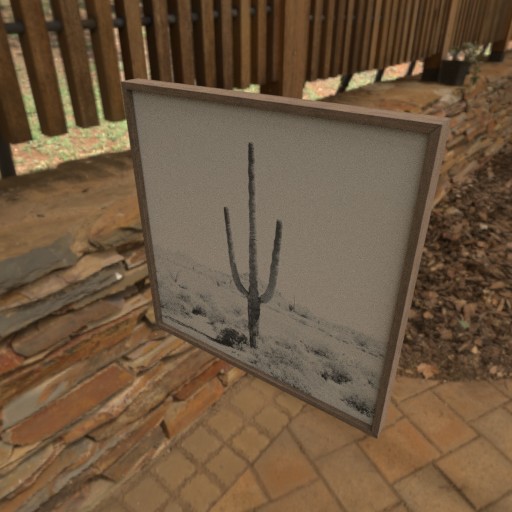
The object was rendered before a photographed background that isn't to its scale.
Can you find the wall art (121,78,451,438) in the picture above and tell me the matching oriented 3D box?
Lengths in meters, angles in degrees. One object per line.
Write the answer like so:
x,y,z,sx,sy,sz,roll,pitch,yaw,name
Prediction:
0.000,0.000,0.737,0.508,0.508,0.038,19,35,29,wall art
